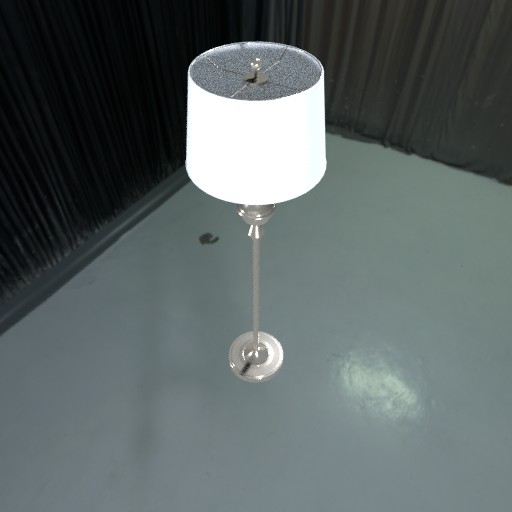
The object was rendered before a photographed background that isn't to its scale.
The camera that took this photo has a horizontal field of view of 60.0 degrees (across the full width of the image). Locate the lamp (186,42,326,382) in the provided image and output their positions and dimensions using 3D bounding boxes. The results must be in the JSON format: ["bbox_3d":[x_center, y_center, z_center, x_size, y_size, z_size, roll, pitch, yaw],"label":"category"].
[{"bbox_3d":[0.000,0.000,1.684,0.431,1.488,0.431,0,47,0],"label":"lamp"}]
